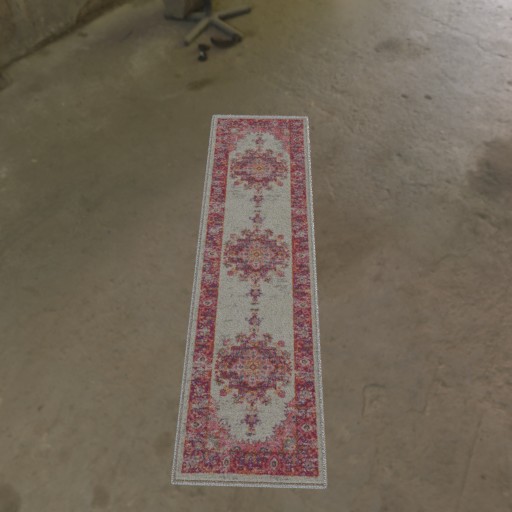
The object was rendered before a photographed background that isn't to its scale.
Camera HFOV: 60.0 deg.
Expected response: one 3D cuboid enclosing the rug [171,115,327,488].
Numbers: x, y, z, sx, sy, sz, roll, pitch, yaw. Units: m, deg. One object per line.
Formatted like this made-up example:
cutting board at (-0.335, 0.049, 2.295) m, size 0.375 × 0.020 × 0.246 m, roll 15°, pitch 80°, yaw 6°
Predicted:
rug at (0.000, 0.000, 2.478) m, size 0.666 × 0.011 × 2.294 m, roll 1°, pitch 58°, yaw 1°
